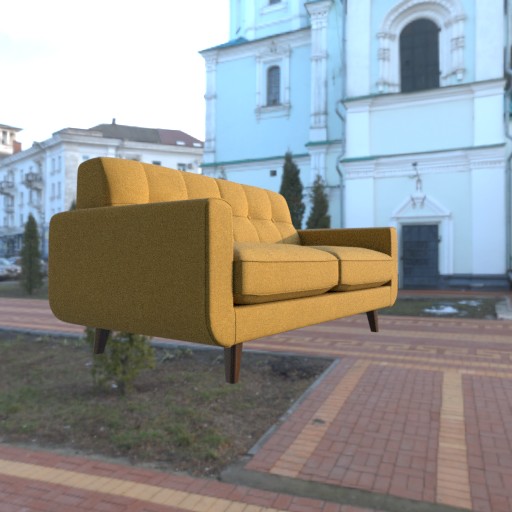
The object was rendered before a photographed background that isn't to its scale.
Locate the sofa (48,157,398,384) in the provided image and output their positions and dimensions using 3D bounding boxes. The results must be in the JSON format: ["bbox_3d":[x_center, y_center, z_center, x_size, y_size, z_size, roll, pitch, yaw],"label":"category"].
[{"bbox_3d":[0.000,0.000,2.181,0.909,0.841,1.631,0,0,36],"label":"sofa"}]
